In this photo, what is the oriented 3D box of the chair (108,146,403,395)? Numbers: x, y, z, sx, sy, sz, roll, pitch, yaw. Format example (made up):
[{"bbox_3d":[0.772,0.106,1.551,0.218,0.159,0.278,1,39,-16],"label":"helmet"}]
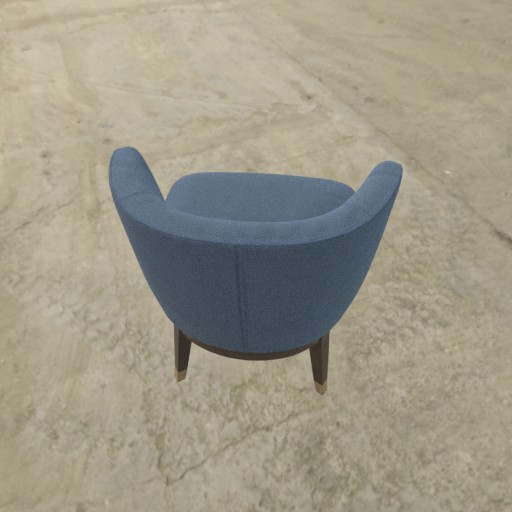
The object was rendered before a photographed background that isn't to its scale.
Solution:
[{"bbox_3d":[0.000,0.000,1.259,0.661,0.760,0.702,4,45,4],"label":"chair"}]
